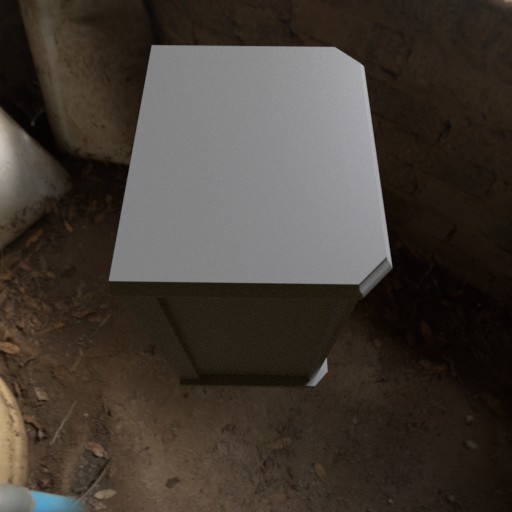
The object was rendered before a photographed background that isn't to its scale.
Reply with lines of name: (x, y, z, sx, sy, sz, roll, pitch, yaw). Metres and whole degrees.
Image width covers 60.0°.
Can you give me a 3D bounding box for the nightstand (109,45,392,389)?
nightstand: (0.000, 0.000, 0.934, 0.350, 0.680, 0.450, 1, 63, 0)
